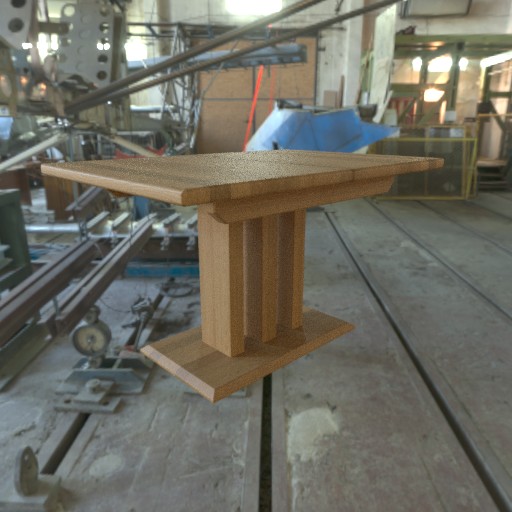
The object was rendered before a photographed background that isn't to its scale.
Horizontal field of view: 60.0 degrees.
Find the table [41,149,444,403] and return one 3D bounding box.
[{"bbox_3d":[0.000,0.000,1.826,1.300,0.770,0.900,-15,23,-41],"label":"table"}]
